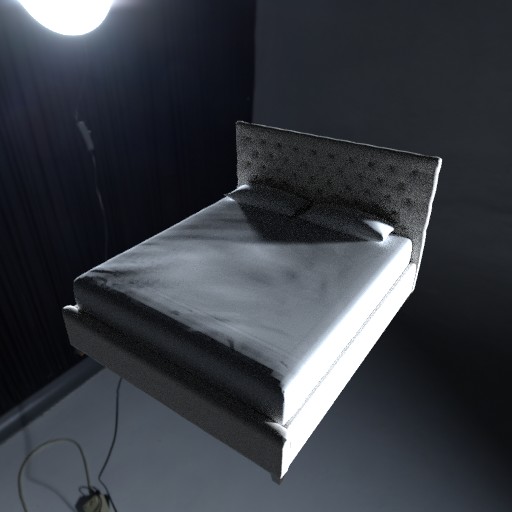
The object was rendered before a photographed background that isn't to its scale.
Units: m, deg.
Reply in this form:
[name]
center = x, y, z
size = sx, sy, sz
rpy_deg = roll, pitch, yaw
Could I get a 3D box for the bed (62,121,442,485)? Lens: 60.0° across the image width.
[bed]
center = 0.000, 0.000, 3.630
size = 2.078, 1.427, 2.387
rpy_deg = 20, 36, 30
